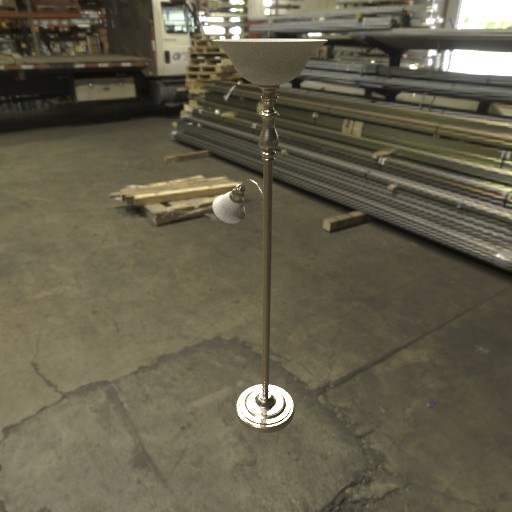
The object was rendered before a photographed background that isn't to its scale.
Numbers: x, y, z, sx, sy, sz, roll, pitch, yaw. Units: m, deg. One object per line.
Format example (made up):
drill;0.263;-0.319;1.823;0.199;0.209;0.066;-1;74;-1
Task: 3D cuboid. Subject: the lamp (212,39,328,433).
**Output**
lamp;0.000;0.000;2.033;0.405;1.785;0.575;-18;32;-31
